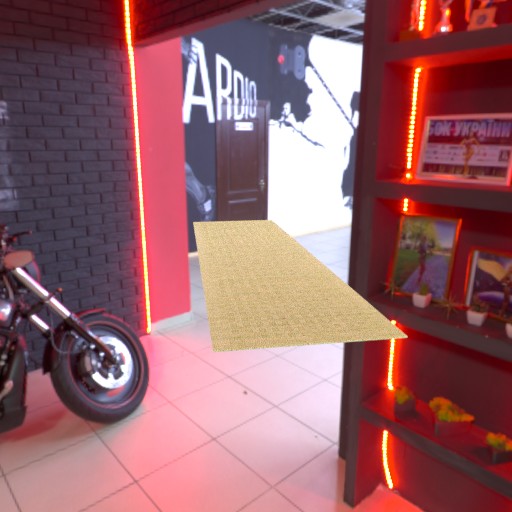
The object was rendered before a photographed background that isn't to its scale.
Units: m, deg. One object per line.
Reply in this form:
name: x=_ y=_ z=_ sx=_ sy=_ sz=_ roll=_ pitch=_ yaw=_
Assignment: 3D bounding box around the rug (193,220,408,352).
rug: x=0.000 y=0.000 z=2.677 sx=0.686 sy=0.006 sz=2.437 roll=-2 pitch=15 yaw=-9
